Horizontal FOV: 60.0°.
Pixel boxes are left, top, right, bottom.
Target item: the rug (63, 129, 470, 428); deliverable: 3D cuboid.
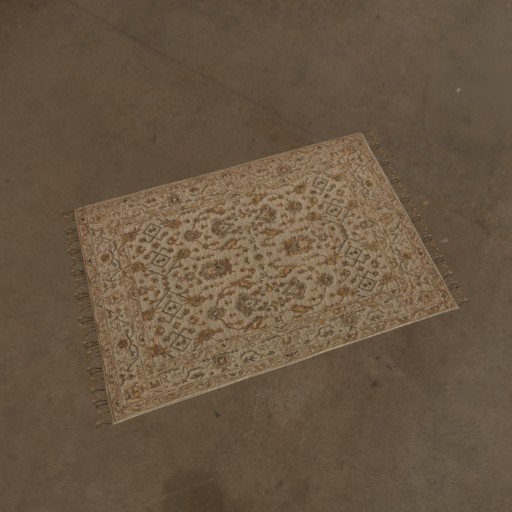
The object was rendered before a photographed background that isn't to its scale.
[{"bbox_3d":[0.000,0.000,3.018,2.434,0.027,1.529,-17,66,-8],"label":"rug"}]
